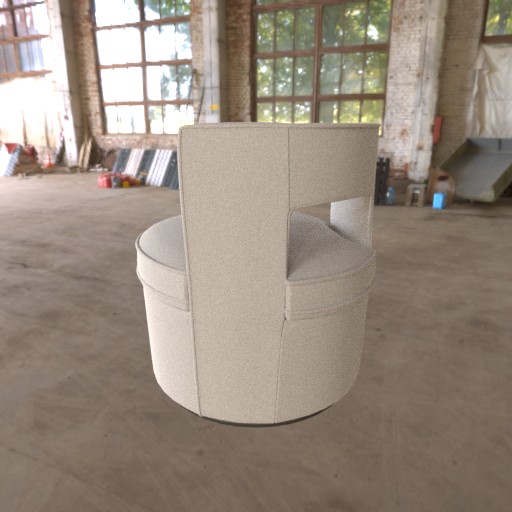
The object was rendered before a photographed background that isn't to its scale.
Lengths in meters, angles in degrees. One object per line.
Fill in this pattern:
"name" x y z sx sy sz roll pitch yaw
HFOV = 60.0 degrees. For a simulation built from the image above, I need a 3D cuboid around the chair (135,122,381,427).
"chair" 0.000 0.000 1.252 0.650 0.723 0.665 -16 23 -42
